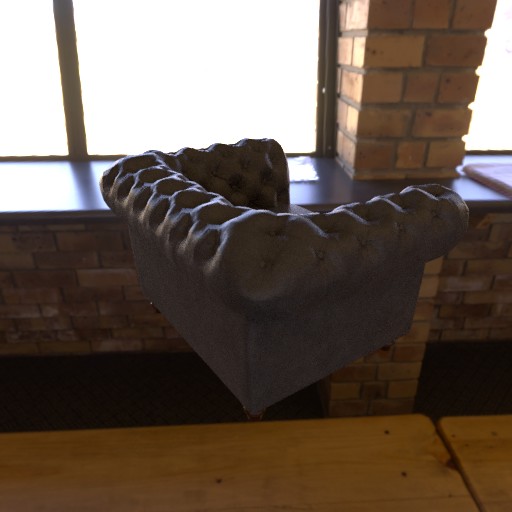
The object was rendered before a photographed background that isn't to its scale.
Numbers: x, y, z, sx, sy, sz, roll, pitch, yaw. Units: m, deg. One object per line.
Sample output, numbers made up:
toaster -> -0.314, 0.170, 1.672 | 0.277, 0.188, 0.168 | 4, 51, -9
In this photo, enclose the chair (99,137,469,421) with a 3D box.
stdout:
chair -> 0.000, 0.000, 1.885 | 0.943, 0.780, 1.298 | -17, 31, -31
